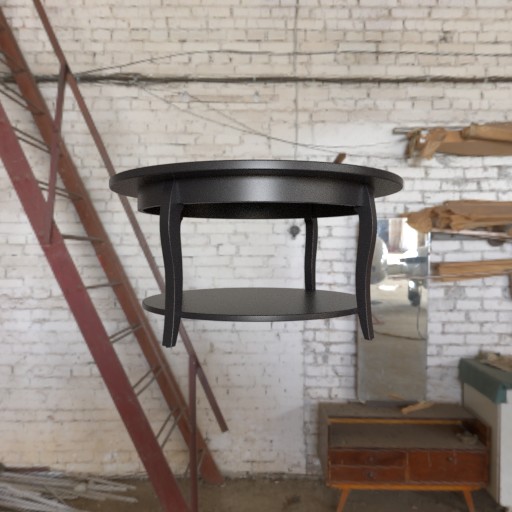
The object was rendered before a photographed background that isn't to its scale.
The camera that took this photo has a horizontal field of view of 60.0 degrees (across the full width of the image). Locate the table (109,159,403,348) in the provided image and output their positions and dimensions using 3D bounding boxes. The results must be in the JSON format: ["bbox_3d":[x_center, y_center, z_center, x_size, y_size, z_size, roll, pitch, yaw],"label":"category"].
[{"bbox_3d":[0.000,0.000,1.457,0.914,0.457,0.914,0,1,0],"label":"table"}]
